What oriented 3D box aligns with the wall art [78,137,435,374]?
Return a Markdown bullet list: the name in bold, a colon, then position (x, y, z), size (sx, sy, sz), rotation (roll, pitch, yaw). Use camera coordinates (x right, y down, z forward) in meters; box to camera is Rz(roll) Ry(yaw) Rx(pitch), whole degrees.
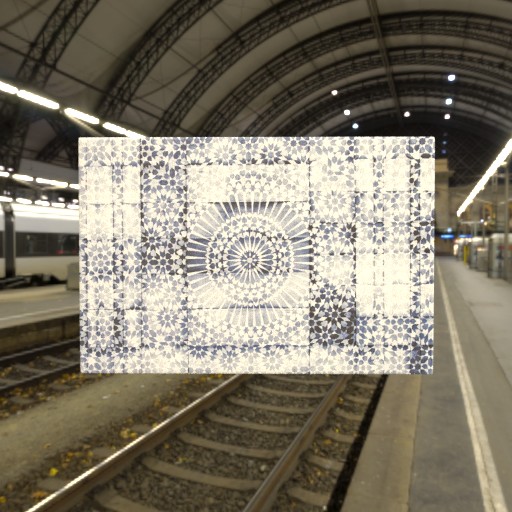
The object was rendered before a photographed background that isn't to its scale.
- **wall art**: position (0.000, 0.000, 0.775), size (0.608, 0.406, 0.030), rotation (0, 1, 1)
